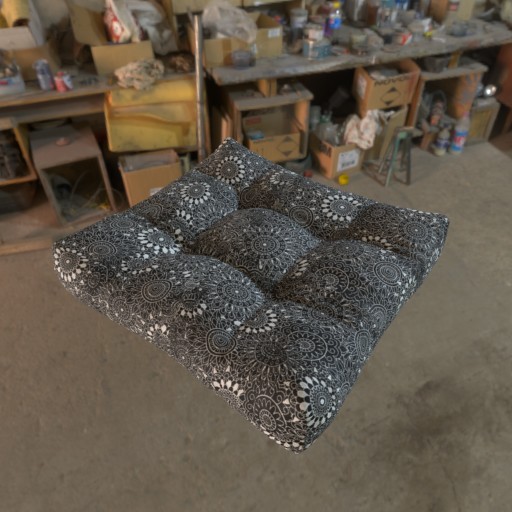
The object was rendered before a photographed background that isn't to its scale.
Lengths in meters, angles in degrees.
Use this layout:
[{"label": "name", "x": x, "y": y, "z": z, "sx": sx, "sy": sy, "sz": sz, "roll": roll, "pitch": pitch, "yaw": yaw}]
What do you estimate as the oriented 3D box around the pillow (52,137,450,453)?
[{"label": "pillow", "x": 0.000, "y": 0.000, "z": 0.738, "sx": 0.490, "sy": 0.128, "sz": 0.468, "roll": 26, "pitch": 48, "yaw": 27}]
